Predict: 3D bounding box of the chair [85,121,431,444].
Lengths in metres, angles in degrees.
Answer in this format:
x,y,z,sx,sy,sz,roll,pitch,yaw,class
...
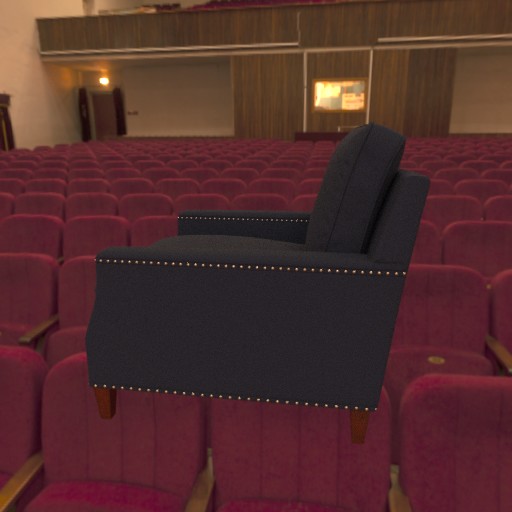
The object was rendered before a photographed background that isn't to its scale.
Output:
x,y,z,sx,sy,sz,roll,pitch,yaw,class
0.000,0.000,1.661,1.014,0.943,0.853,2,15,8,chair
